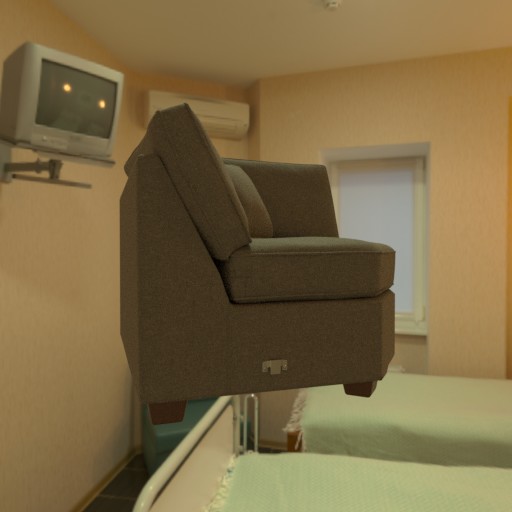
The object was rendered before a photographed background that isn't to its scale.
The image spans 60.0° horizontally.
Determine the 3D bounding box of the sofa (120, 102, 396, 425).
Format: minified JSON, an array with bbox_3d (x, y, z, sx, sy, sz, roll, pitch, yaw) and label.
[{"bbox_3d":[0.000,0.000,1.827,1.042,0.951,1.050,0,1,-19],"label":"sofa"}]
